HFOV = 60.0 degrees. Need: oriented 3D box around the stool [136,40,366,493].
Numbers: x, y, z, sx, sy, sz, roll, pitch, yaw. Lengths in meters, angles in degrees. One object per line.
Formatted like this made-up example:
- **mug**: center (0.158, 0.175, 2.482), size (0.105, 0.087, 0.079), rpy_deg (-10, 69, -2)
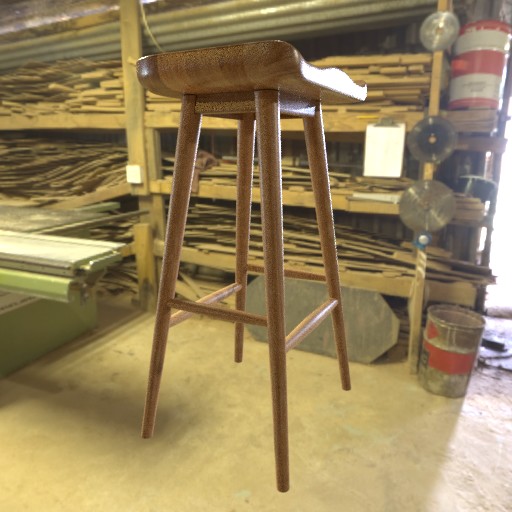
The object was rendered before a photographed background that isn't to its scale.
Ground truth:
- **stool**: center (0.000, 0.000, 0.895), size (0.322, 0.698, 0.407), rpy_deg (7, 15, 27)
